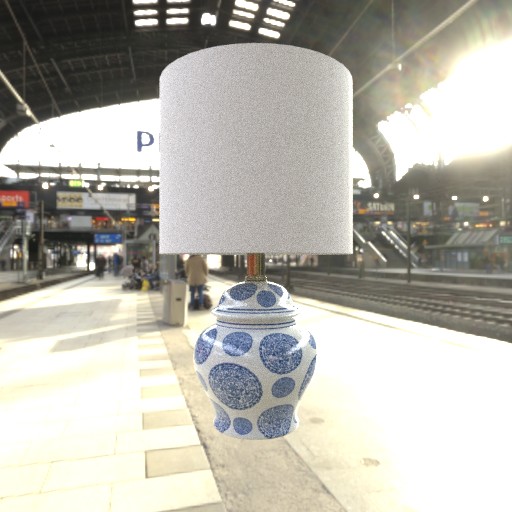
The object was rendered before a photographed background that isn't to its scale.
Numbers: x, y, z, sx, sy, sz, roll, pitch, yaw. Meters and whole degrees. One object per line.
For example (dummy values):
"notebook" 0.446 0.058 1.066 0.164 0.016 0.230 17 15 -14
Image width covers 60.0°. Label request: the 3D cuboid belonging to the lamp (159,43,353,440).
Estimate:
"lamp" 0.000 0.000 0.503 0.215 0.381 0.215 0 0 -17
